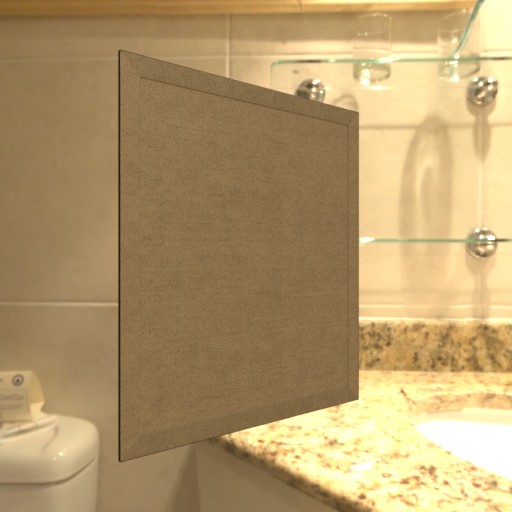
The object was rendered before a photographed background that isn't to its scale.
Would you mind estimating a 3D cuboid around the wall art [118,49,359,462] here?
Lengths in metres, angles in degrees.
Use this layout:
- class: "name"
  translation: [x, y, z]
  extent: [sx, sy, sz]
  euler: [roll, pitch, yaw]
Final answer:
- class: "wall art"
  translation: [0.000, 0.000, 0.607]
  extent: [0.381, 0.457, 0.023]
  euler: [0, 0, -34]
